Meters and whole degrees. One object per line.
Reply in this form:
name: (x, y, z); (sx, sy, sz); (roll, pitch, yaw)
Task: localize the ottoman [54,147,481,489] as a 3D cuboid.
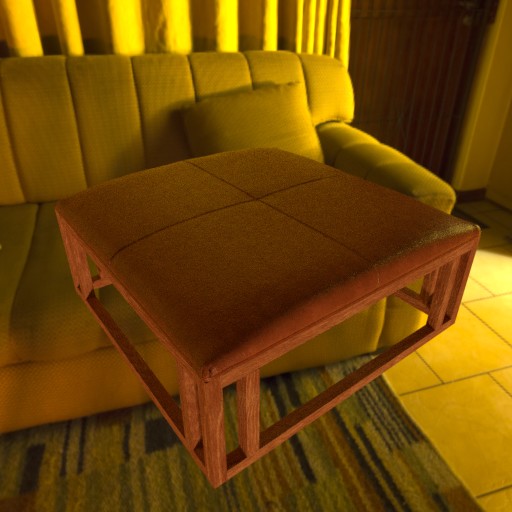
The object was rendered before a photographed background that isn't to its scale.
ottoman: (0.000, 0.000, 1.541); (1.013, 0.442, 1.016); (-21, 37, -31)
